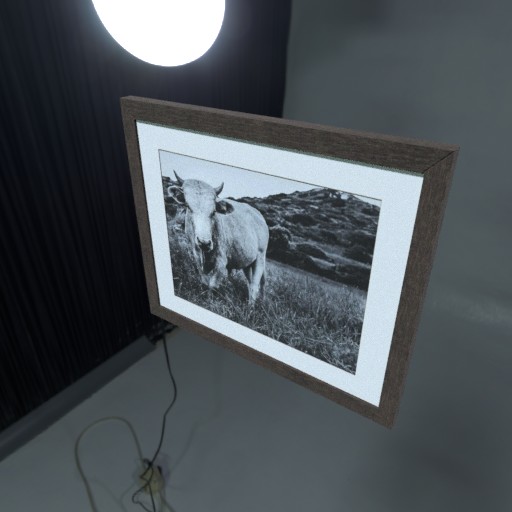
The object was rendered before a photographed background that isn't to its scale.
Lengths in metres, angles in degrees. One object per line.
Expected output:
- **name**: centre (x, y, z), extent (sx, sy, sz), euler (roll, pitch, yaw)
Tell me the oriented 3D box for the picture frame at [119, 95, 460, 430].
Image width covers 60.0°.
- **picture frame**: centre (0.000, 0.000, 0.742), extent (0.546, 0.455, 0.026), euler (19, 35, 29)
